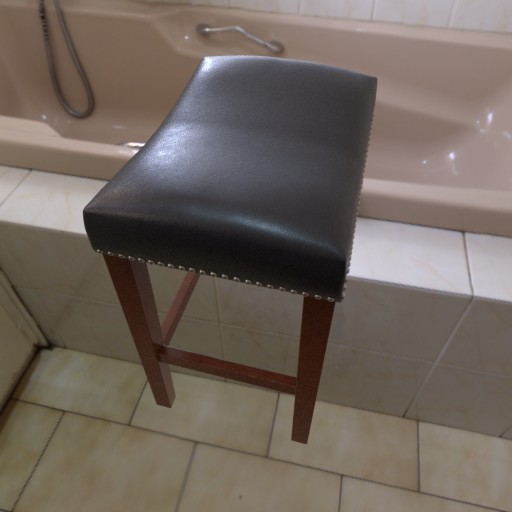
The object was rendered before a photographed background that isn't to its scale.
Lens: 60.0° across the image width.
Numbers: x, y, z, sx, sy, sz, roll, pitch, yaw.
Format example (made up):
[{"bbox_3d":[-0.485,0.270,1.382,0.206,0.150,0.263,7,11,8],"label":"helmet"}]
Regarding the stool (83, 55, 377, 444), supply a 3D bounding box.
[{"bbox_3d":[0.000,0.000,0.942,0.372,0.654,0.504,11,49,10],"label":"stool"}]
